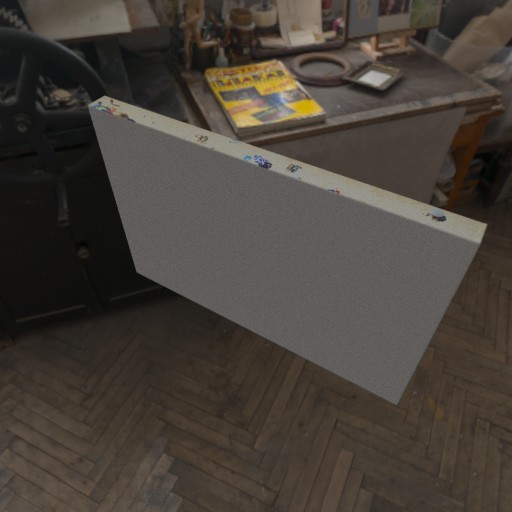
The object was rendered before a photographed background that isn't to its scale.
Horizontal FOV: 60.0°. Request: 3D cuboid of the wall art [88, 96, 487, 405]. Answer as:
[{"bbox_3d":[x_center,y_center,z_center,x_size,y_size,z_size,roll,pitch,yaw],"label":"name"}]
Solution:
[{"bbox_3d":[0.000,0.000,0.761,0.609,0.406,0.039,24,51,21],"label":"wall art"}]
